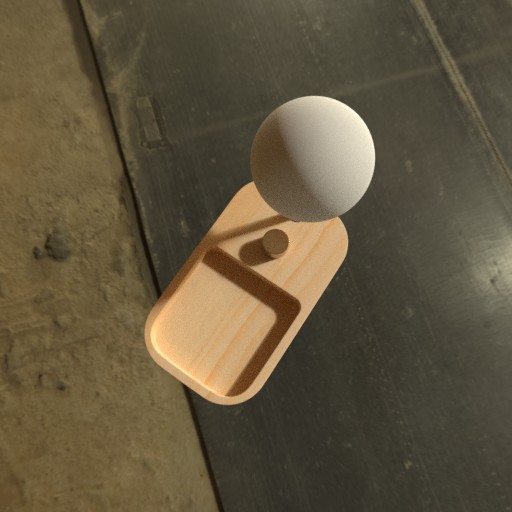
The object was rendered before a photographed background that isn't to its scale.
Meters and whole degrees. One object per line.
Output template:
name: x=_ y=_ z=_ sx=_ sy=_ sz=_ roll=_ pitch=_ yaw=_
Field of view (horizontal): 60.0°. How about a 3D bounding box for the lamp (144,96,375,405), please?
lamp: x=0.000 y=0.000 z=0.494 sx=0.173 sy=0.253 sz=0.331 roll=33 pitch=78 yaw=8
